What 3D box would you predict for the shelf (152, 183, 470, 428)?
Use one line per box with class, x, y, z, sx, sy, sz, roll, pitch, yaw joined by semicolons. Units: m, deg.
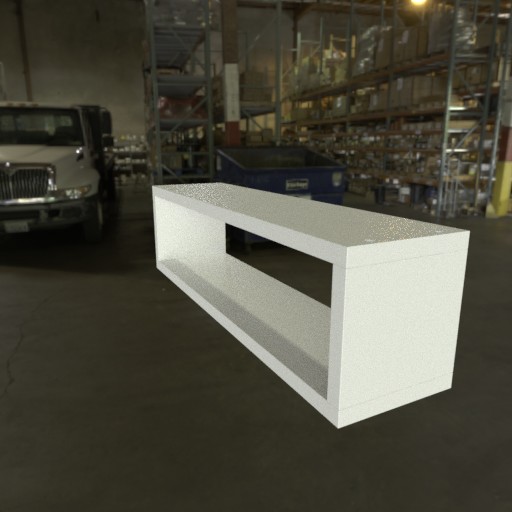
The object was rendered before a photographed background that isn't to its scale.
shelf;0.000;0.000;0.679;0.150;0.170;0.610;-7;16;-27
